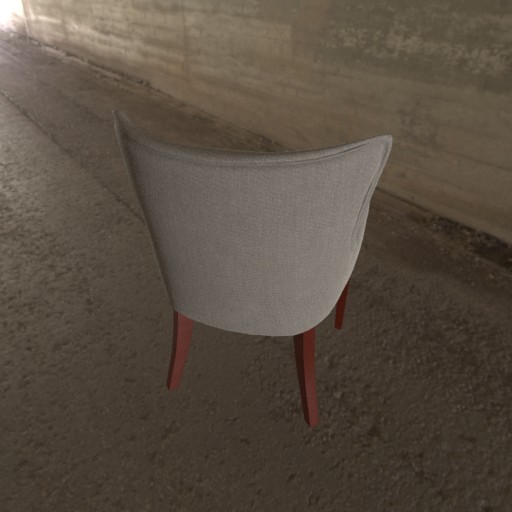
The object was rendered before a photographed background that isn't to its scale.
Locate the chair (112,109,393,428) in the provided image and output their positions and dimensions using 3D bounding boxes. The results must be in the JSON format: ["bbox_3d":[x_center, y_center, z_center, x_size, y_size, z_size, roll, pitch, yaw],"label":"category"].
[{"bbox_3d":[0.000,0.000,1.445,0.732,0.948,0.677,9,33,15],"label":"chair"}]
